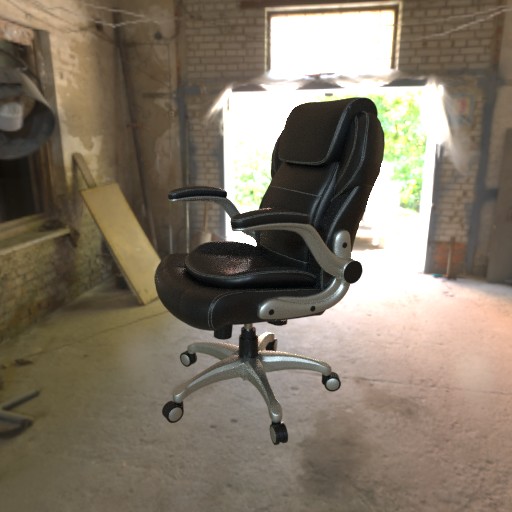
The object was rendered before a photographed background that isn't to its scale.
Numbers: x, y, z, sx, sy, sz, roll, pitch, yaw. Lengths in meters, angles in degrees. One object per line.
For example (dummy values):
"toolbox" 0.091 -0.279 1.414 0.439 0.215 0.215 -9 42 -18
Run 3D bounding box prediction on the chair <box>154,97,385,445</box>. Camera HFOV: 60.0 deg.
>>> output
"chair" 0.000 0.000 1.680 0.801 1.141 0.724 -8 17 -26
